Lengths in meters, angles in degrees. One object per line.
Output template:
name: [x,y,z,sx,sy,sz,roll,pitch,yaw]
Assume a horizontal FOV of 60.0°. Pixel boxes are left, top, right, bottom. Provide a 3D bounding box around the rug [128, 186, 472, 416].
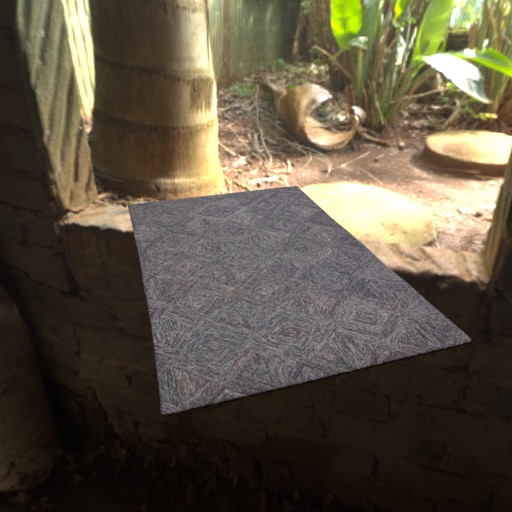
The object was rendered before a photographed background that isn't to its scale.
rug: [0.000,0.000,2.222,1.158,0.013,1.752,-9,30,-15]
